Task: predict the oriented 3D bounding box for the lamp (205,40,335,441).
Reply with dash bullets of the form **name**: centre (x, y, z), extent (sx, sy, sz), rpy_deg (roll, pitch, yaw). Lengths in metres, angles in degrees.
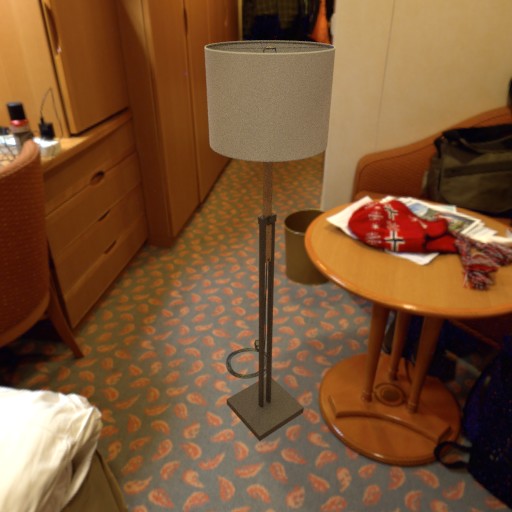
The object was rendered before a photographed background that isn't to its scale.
- **lamp**: centre (0.000, 0.000, 1.899), extent (0.474, 1.650, 0.639), rpy_deg (-21, 36, -31)
